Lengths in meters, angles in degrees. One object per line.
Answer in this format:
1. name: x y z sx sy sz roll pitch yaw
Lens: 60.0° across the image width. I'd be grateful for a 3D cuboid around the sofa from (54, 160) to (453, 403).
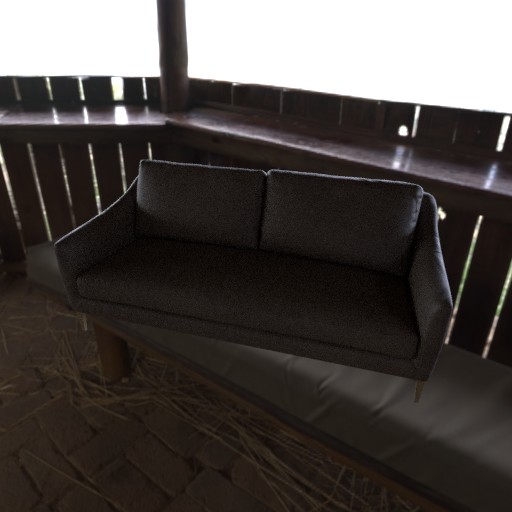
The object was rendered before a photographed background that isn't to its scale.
1. sofa: 0.000 0.000 2.585 2.036 0.902 0.960 8 28 16
